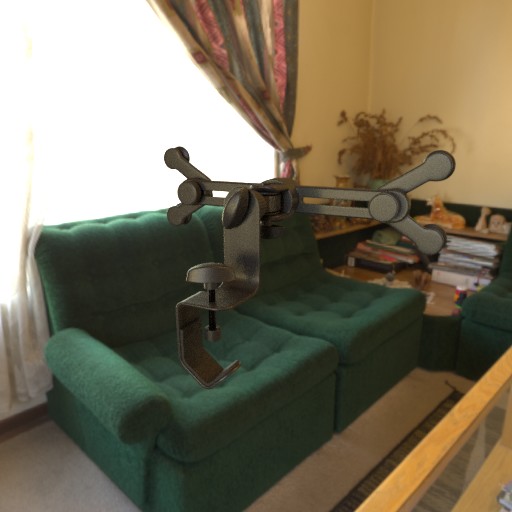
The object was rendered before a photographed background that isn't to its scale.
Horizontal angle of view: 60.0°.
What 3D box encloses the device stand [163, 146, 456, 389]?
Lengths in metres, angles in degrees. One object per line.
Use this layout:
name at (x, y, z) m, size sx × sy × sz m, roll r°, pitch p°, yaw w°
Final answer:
device stand at (0.000, 0.000, 0.357) m, size 0.270 × 0.166 × 0.142 m, roll 8°, pitch 17°, yaw 26°
